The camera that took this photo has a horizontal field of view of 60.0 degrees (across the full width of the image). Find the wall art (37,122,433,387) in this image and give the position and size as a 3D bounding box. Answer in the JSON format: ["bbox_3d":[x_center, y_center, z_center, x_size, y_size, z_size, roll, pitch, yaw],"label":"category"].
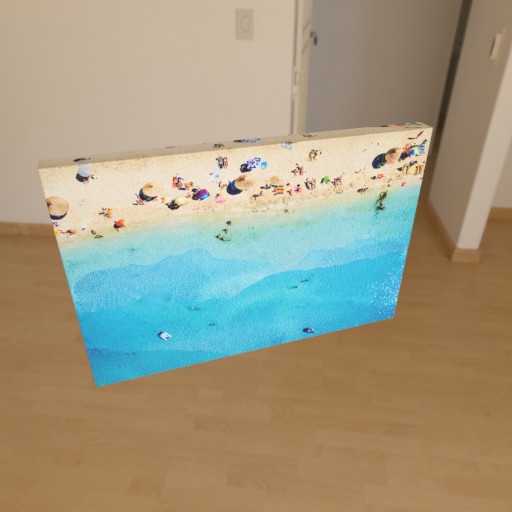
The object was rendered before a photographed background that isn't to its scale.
[{"bbox_3d":[0.000,0.000,1.139,0.894,0.595,0.057,-10,33,-16],"label":"wall art"}]
